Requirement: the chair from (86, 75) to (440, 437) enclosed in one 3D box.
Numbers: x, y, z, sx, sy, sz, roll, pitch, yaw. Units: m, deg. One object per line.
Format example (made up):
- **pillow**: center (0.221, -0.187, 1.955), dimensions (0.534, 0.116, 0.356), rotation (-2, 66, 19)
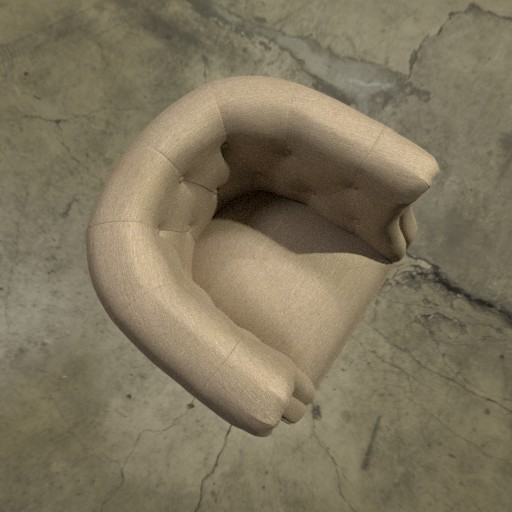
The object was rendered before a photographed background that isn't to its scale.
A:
- **chair**: center (0.000, 0.000, 1.517), dimensions (0.852, 0.827, 0.905), rotation (34, 78, 8)
